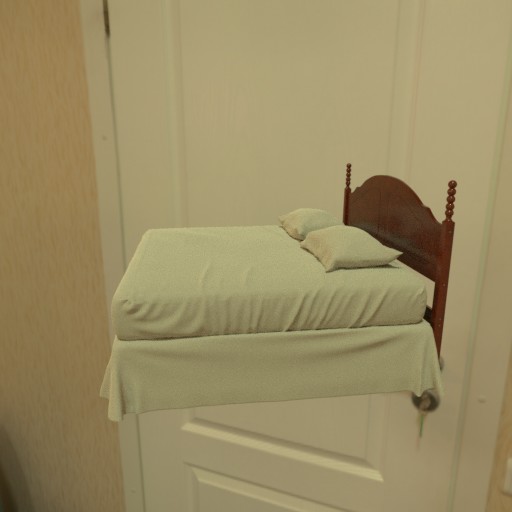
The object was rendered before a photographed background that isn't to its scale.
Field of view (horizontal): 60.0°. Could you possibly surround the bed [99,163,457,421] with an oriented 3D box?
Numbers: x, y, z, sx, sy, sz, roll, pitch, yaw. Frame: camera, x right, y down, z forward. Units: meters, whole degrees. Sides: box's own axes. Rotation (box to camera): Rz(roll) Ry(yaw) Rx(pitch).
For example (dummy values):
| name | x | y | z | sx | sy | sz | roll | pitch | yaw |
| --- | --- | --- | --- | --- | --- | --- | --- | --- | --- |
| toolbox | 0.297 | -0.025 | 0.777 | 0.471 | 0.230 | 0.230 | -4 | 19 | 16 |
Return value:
| name | x | y | z | sx | sy | sz | roll | pitch | yaw |
| --- | --- | --- | --- | --- | --- | --- | --- | --- | --- |
| bed | 0.000 | 0.000 | 3.585 | 2.219 | 1.355 | 2.322 | -2 | 15 | -7 |
